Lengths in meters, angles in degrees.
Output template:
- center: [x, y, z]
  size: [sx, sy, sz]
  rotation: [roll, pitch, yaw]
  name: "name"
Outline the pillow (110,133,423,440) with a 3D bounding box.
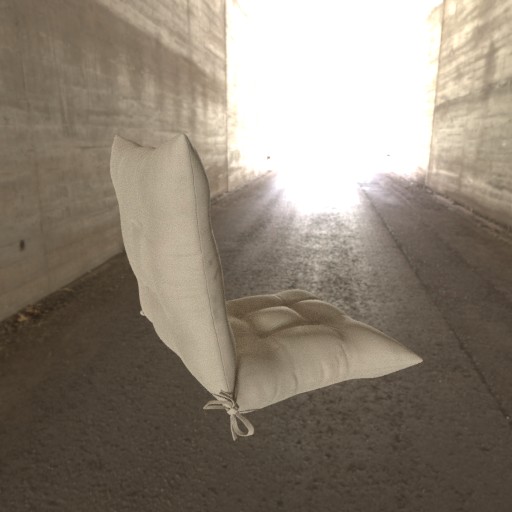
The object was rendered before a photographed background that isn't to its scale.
- center: [0.000, 0.000, 1.014]
  size: [0.585, 0.536, 0.541]
  rotation: [-7, 16, -26]
  name: "pillow"
